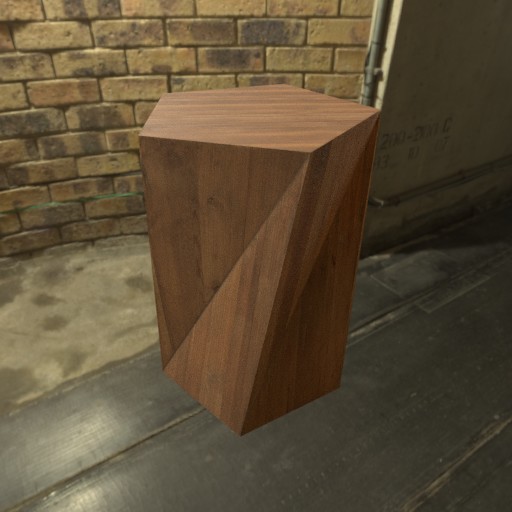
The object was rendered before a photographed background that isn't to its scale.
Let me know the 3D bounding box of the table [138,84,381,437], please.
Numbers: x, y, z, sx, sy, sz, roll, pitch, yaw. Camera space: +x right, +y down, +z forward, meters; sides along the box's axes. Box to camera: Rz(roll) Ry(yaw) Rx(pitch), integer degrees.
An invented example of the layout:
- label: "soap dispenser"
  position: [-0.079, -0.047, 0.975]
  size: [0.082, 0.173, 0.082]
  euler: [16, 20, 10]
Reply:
- label: "table"
  position: [0.000, 0.000, 0.935]
  size: [0.425, 0.604, 0.441]
  euler: [10, 34, 15]
